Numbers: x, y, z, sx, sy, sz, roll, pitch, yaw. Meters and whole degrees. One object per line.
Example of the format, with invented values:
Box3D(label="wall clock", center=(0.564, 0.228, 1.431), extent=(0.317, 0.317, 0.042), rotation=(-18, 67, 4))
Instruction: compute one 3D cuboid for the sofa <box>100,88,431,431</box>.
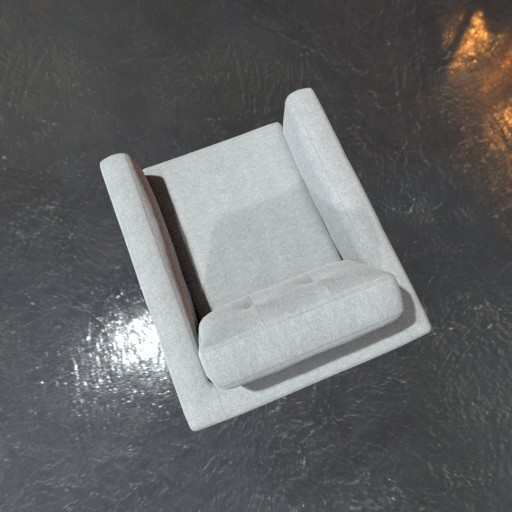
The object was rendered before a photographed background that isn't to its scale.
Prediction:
Box3D(label="sofa", center=(0.000, 0.000, 1.561), extent=(0.770, 0.860, 0.920), rotation=(-21, 76, -6))
